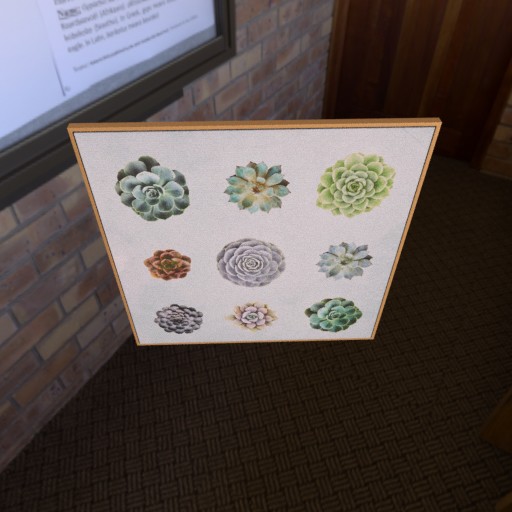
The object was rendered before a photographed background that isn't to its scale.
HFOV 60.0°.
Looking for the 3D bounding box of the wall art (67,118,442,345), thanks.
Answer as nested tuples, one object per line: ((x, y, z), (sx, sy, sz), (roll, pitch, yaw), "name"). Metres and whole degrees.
((0.000, 0.000, 0.702), (0.457, 0.455, 0.013), (-1, 44, -1), "wall art")
